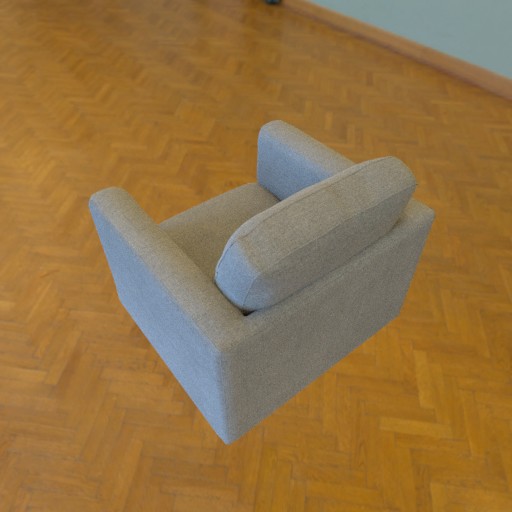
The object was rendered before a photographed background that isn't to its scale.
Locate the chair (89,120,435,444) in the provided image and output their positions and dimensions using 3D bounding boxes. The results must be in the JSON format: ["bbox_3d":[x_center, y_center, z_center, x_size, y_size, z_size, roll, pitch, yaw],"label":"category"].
[{"bbox_3d":[0.000,0.000,1.594,0.855,0.927,0.800,-29,53,-25],"label":"chair"}]
